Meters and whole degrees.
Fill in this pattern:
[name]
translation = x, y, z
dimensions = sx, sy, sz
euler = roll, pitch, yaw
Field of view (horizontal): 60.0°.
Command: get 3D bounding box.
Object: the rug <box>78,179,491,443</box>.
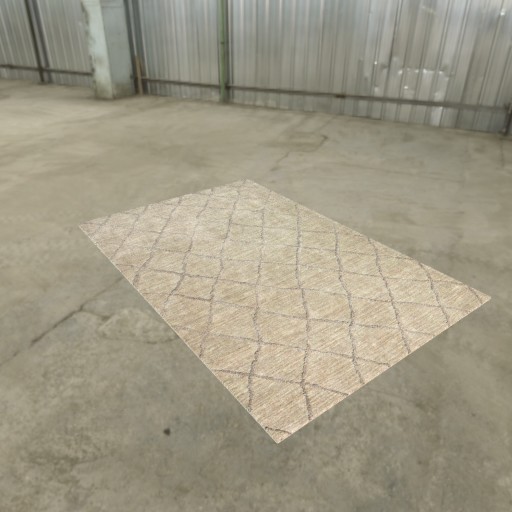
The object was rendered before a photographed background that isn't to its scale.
[rug]
translation = 0.000, 0.000, 2.826
dimensions = 1.521, 0.015, 2.280
euler = -21, 36, -31
